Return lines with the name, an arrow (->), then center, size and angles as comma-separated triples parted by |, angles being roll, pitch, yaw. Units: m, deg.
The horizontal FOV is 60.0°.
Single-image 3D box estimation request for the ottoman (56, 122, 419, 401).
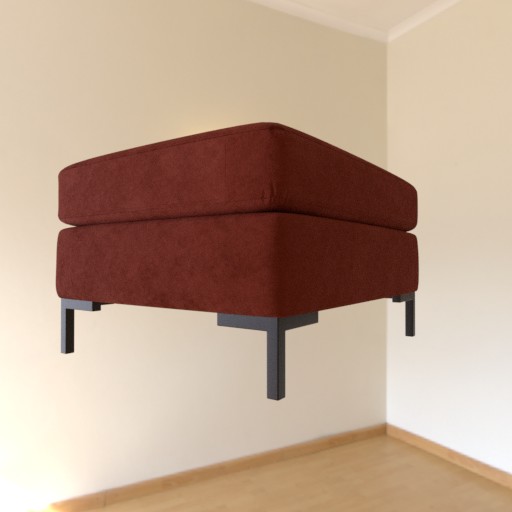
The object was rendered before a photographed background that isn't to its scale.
ottoman -> 0.000, 0.000, 1.170 | 0.650, 0.462, 0.782 | 0, -1, 36
